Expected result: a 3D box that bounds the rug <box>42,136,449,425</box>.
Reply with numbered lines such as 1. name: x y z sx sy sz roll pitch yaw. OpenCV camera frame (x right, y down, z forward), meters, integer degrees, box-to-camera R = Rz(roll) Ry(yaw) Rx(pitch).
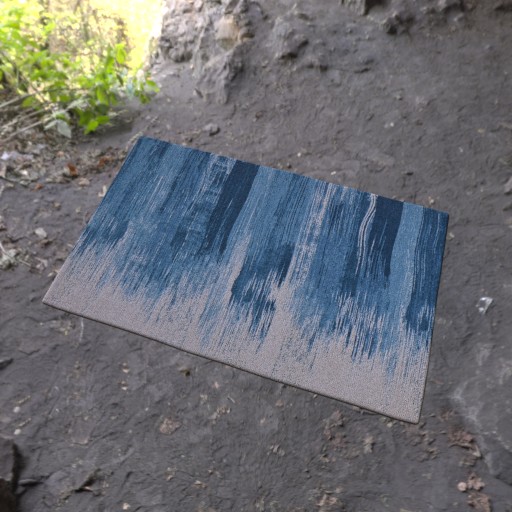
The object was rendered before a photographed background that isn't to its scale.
1. rug: 0.000 0.000 3.034 2.450 0.027 1.540 16 63 8
